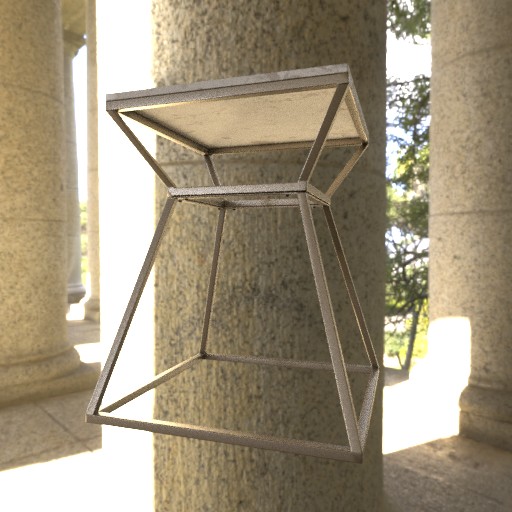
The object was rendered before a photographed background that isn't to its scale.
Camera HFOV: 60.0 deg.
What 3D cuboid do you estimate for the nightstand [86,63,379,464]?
[{"bbox_3d":[0.000,0.000,0.883,0.455,0.554,0.455,0,1,18],"label":"nightstand"}]
